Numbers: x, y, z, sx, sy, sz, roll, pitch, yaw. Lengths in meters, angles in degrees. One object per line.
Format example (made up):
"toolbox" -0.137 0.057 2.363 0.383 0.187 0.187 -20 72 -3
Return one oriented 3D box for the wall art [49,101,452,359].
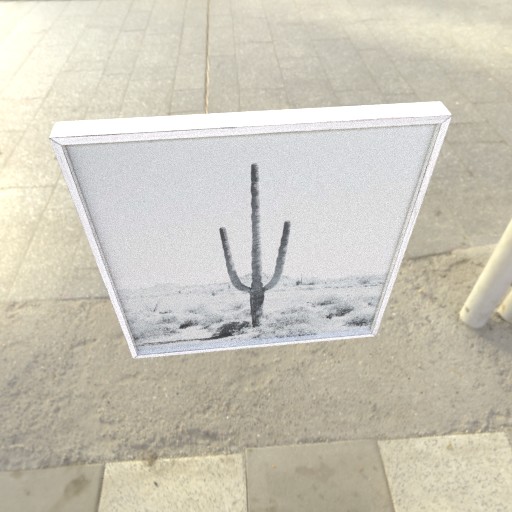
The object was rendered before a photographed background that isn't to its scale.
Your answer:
"wall art" 0.000 0.000 0.751 0.508 0.508 0.038 -4 46 -4
